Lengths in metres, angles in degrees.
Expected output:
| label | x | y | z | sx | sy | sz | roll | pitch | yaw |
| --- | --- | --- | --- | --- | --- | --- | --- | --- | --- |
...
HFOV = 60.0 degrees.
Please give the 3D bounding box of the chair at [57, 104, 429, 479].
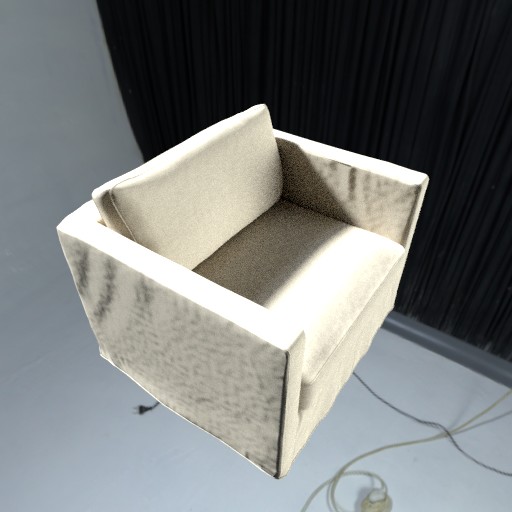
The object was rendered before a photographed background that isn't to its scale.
| label | x | y | z | sx | sy | sz | roll | pitch | yaw |
| --- | --- | --- | --- | --- | --- | --- | --- | --- | --- |
| chair | 0.000 | 0.000 | 1.746 | 0.949 | 0.867 | 1.057 | 24 | 46 | 26 |
